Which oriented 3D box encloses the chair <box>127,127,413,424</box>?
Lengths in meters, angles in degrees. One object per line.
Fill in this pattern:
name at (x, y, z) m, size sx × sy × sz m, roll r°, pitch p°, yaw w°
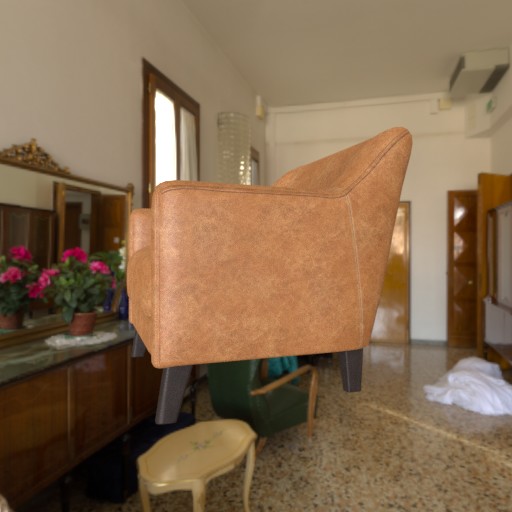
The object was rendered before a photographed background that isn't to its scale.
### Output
chair at (0.000, 0.000, 1.891) m, size 1.034 × 0.980 × 1.037 m, roll 0°, pitch 0°, yaw -20°
